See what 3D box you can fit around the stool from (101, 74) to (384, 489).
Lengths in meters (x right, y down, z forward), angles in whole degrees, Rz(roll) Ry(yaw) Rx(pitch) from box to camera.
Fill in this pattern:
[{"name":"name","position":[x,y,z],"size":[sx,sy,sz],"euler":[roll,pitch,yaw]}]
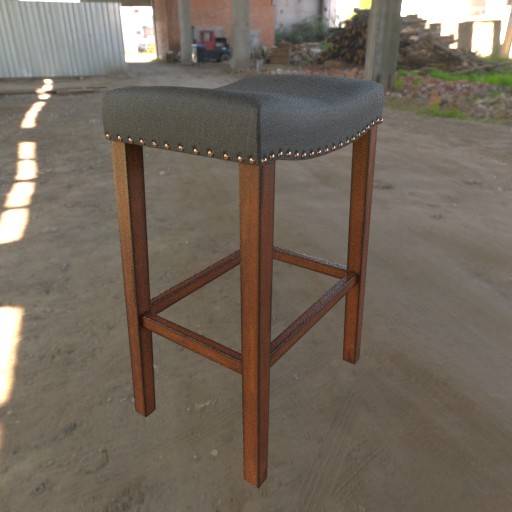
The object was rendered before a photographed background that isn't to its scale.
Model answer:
[{"name":"stool","position":[0.000,0.000,1.010],"size":[0.366,0.748,0.502],"euler":[17,30,31]}]
